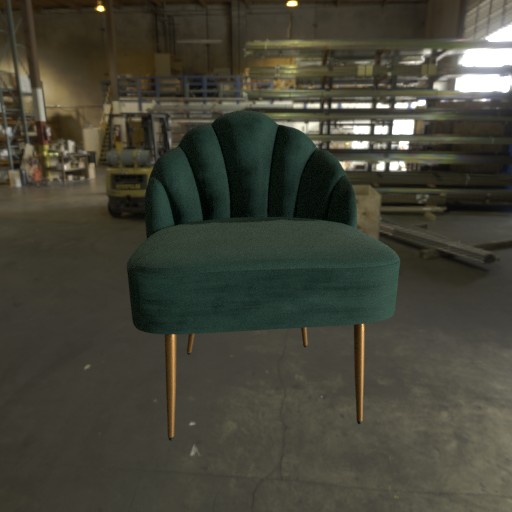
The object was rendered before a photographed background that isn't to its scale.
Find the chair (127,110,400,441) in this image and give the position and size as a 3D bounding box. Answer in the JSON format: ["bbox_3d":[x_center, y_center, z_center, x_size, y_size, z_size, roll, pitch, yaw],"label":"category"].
[{"bbox_3d":[0.000,0.000,1.272,0.657,0.819,0.599,-2,16,-7],"label":"chair"}]
